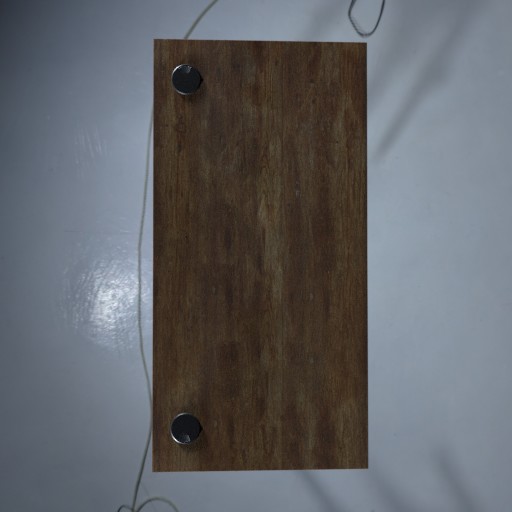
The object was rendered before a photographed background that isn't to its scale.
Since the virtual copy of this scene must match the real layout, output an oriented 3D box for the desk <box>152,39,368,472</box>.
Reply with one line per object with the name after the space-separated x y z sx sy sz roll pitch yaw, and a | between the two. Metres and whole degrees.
0.000 0.000 1.607 0.600 0.749 1.200 0 89 -2 | desk
